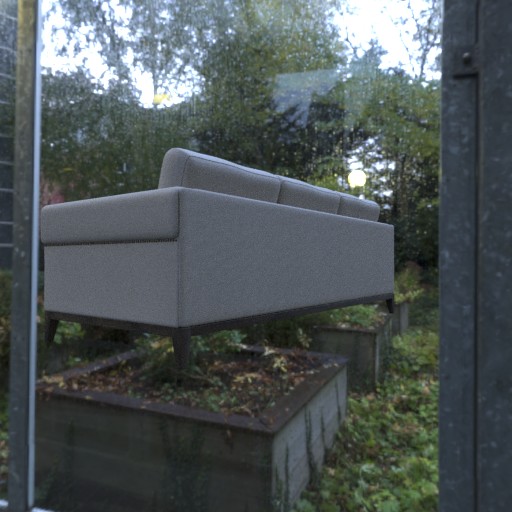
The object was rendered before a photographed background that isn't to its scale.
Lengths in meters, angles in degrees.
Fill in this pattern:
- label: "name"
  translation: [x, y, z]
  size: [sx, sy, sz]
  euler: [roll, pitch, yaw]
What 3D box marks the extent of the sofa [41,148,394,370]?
- label: "sofa"
  translation: [0.000, 0.000, 2.728]
  size: [0.959, 0.838, 2.210]
  euler: [0, -1, 37]
